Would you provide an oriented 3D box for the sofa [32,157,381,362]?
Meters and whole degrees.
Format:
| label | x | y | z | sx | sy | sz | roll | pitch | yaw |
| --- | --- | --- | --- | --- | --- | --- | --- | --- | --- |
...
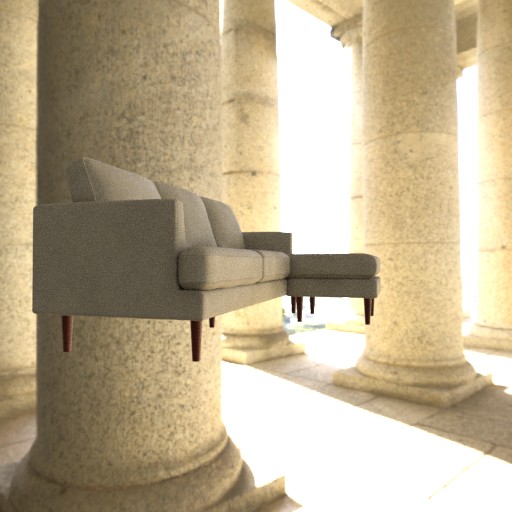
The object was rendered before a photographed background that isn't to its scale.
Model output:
| label | x | y | z | sx | sy | sz | roll | pitch | yaw |
| --- | --- | --- | --- | --- | --- | --- | --- | --- | --- |
| sofa | 0.000 | 0.000 | 2.892 | 1.504 | 0.956 | 2.233 | 0 | -1 | 17 |
